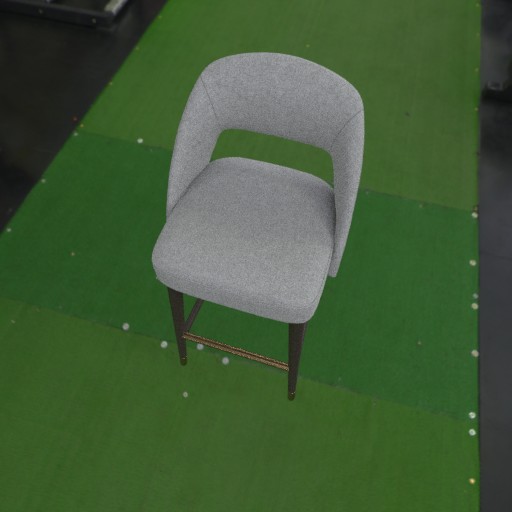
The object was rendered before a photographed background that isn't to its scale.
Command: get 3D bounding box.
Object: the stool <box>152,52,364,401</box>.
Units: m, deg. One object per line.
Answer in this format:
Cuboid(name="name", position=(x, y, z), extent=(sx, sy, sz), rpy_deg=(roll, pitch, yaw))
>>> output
Cuboid(name="stool", position=(0.000, 0.000, 1.357), extent=(0.494, 1.037, 0.509), rpy_deg=(15, 59, 9))
